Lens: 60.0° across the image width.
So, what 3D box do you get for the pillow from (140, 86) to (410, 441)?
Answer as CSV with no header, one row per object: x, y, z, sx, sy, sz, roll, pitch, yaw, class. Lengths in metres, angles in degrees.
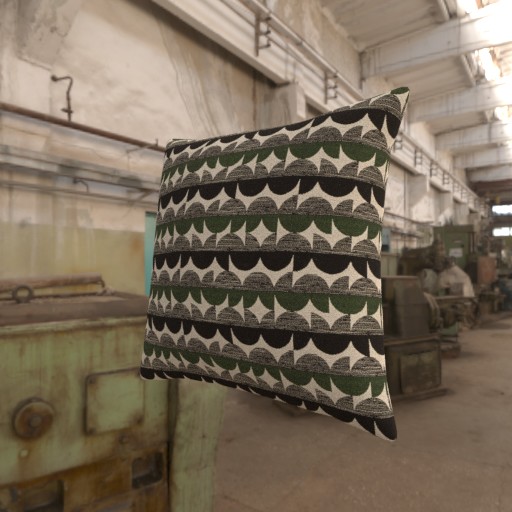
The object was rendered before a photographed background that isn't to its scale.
0.000,0.000,0.628,0.419,0.404,0.180,0,0,36,pillow
